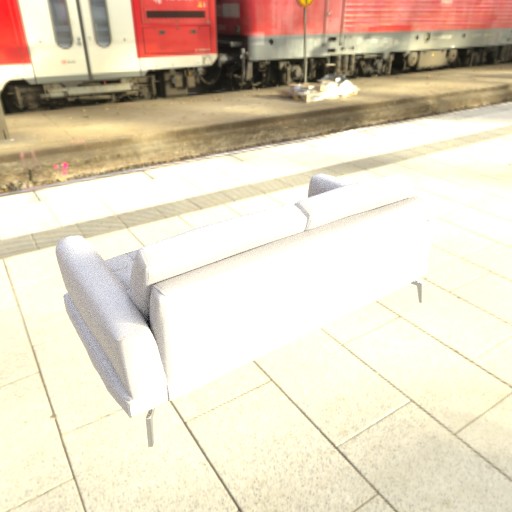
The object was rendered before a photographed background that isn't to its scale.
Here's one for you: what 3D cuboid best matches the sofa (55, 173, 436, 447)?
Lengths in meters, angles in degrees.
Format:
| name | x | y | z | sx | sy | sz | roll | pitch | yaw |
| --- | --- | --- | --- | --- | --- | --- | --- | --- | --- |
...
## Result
| name | x | y | z | sx | sy | sz | roll | pitch | yaw |
| --- | --- | --- | --- | --- | --- | --- | --- | --- | --- |
| sofa | 0.000 | 0.000 | 2.751 | 2.177 | 0.930 | 1.121 | -19 | 34 | -30 |
